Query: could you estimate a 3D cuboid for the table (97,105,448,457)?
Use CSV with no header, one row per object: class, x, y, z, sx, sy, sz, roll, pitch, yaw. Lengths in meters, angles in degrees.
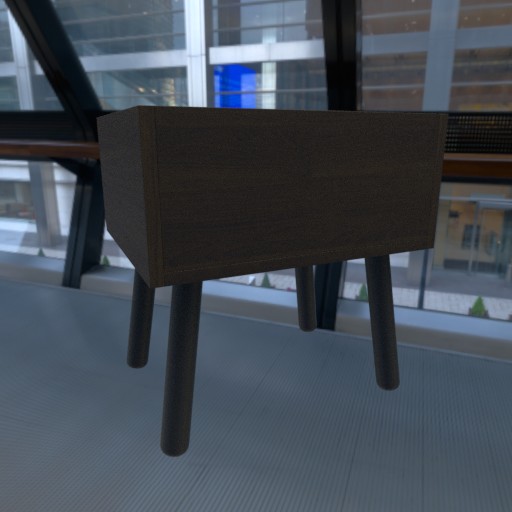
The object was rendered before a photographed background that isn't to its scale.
table,0.000,0.000,0.780,0.450,0.470,0.370,-7,17,-25
